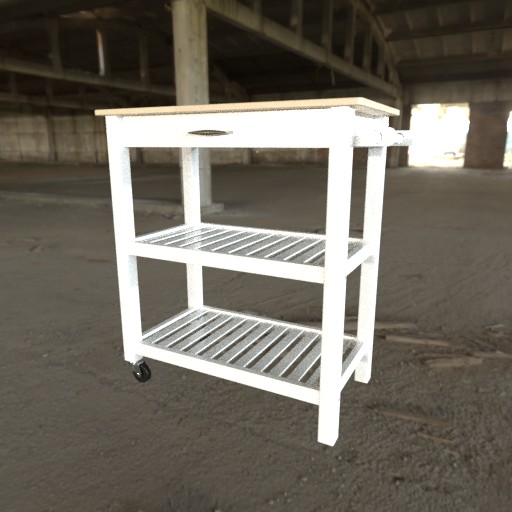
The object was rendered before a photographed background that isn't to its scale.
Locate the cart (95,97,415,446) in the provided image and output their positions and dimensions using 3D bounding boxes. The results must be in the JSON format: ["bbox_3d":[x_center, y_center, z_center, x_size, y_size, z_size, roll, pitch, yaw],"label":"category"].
[{"bbox_3d":[0.000,0.000,1.476,0.899,0.927,0.457,7,16,27],"label":"cart"}]
